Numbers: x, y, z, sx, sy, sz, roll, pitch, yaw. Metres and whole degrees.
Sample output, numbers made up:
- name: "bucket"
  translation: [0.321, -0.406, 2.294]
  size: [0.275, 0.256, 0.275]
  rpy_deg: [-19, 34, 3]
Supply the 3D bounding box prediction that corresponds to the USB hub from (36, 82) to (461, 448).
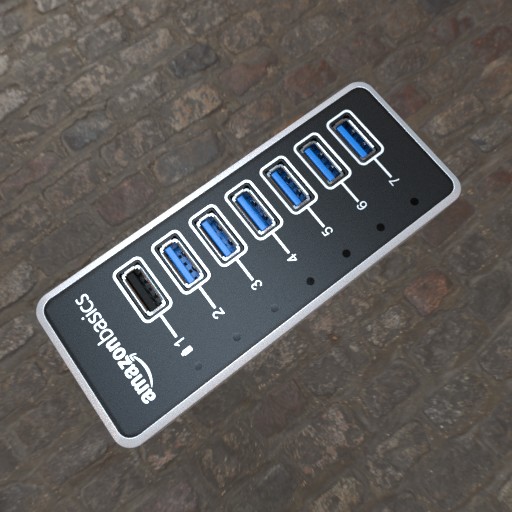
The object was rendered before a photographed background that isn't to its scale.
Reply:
- name: "USB hub"
  translation: [0.000, 0.000, 0.125]
  size: [0.110, 0.023, 0.044]
  rpy_deg: [-36, 79, -8]
